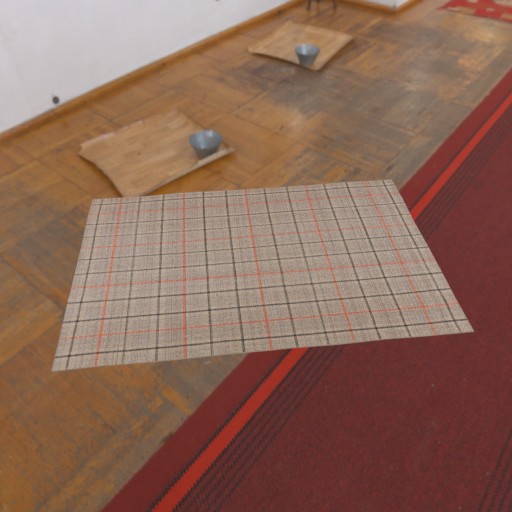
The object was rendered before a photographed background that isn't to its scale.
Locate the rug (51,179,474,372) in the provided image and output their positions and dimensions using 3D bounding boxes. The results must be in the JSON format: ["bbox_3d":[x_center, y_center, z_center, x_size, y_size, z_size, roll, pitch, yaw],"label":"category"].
[{"bbox_3d":[0.000,0.000,3.066,2.439,0.015,1.524,-4,46,-4],"label":"rug"}]
